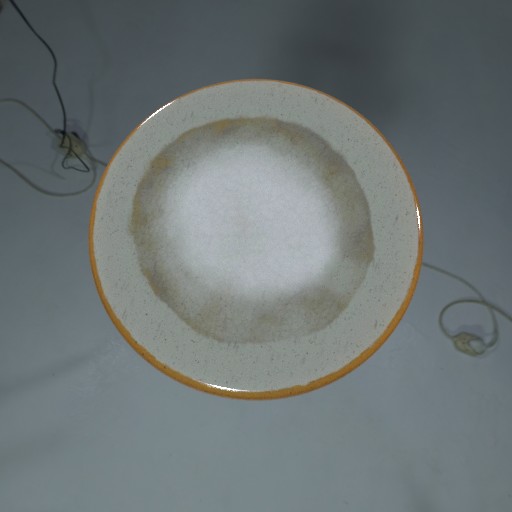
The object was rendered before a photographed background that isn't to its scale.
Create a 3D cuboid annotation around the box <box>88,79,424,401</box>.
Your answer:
[{"bbox_3d":[0.000,0.000,0.206,0.123,0.100,0.123,0,76,0],"label":"box"}]
